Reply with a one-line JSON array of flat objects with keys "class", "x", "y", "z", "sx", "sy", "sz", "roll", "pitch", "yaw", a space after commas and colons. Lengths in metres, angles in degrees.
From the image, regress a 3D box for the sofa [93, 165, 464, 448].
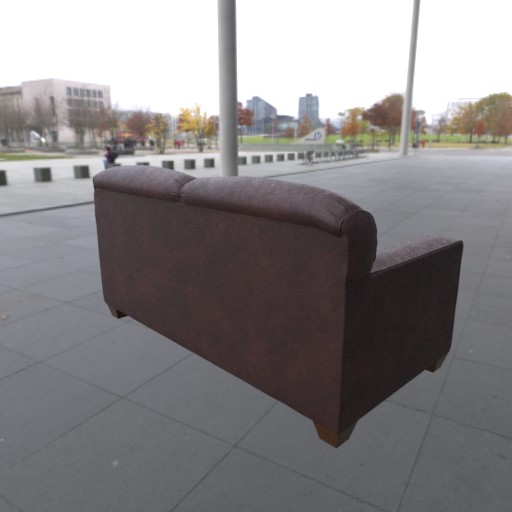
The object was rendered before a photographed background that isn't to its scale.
[{"class": "sofa", "x": 0.000, "y": 0.000, "z": 2.425, "sx": 1.000, "sy": 0.966, "sz": 1.856, "roll": -14, "pitch": 20, "yaw": -42}]
